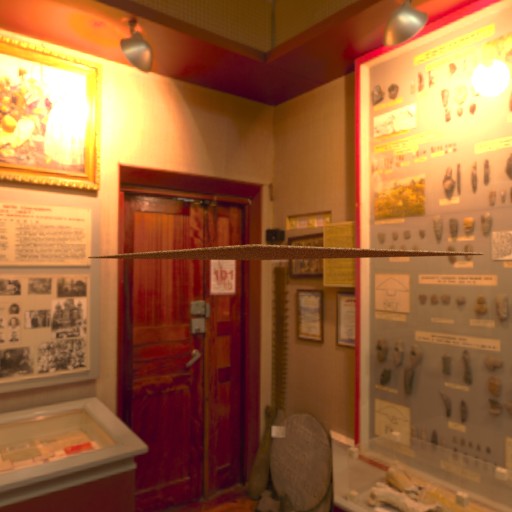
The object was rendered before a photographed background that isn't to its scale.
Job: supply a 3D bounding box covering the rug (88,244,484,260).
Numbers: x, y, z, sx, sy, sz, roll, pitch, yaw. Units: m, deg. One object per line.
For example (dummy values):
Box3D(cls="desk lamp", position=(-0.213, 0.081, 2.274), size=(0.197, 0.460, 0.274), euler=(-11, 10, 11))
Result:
Box3D(cls="rug", position=(0.000, 0.000, 2.806), size=(1.566, 0.013, 2.141), euler=(1, -2, -36))
